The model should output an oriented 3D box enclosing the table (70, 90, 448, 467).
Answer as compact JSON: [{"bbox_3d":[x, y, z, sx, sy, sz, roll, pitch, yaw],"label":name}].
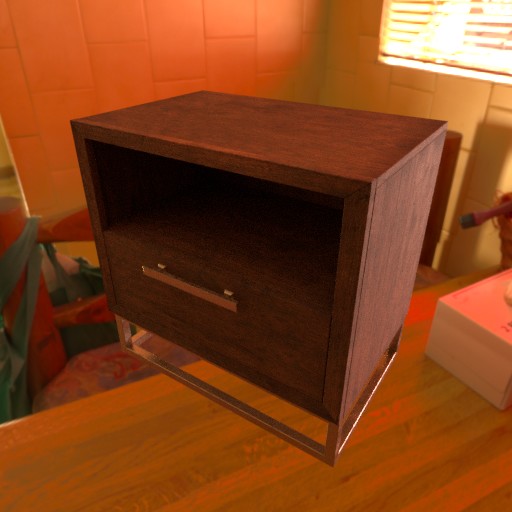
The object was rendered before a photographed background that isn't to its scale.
[{"bbox_3d":[0.000,0.000,1.250,0.767,0.746,0.542,18,35,29],"label":"table"}]
